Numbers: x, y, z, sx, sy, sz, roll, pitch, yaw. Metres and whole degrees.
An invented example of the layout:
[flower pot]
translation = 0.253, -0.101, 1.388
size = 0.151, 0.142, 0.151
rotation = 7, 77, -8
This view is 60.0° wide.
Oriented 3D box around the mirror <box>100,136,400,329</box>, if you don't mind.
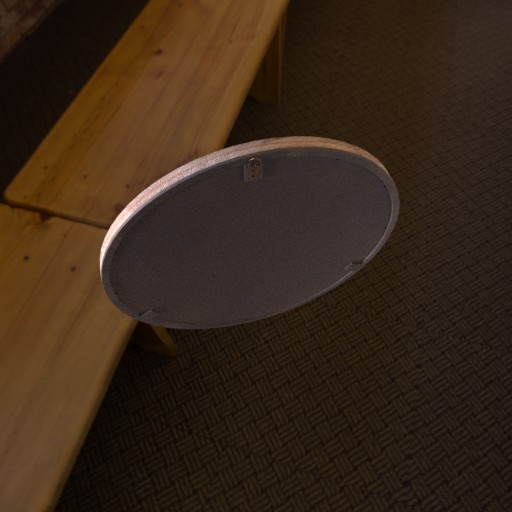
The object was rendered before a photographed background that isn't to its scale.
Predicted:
[mirror]
translation = 0.000, 0.000, 1.070
size = 0.710, 0.710, 0.038
rotation = -14, 59, -8
